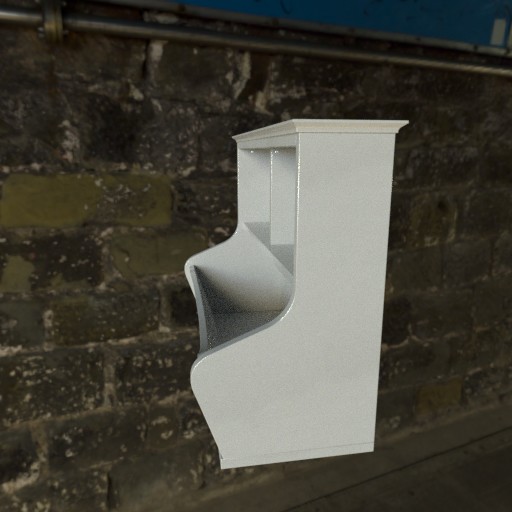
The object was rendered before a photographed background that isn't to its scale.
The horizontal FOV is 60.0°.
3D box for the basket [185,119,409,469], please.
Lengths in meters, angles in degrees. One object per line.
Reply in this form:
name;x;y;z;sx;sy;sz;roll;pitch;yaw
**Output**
basket;0.000;0.000;1.105;0.350;0.600;0.780;-2;13;-9
